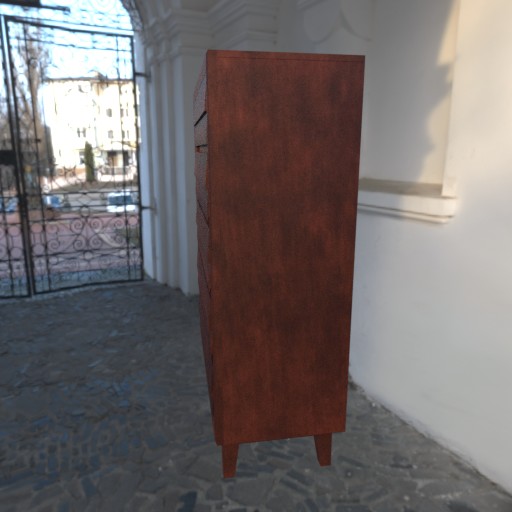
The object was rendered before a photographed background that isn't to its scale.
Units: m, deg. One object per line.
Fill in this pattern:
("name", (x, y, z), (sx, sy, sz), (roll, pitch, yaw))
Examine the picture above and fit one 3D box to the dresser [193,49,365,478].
("dresser", (0.000, 0.000, 2.024), (0.506, 1.514, 1.072), (-2, 14, -10))
